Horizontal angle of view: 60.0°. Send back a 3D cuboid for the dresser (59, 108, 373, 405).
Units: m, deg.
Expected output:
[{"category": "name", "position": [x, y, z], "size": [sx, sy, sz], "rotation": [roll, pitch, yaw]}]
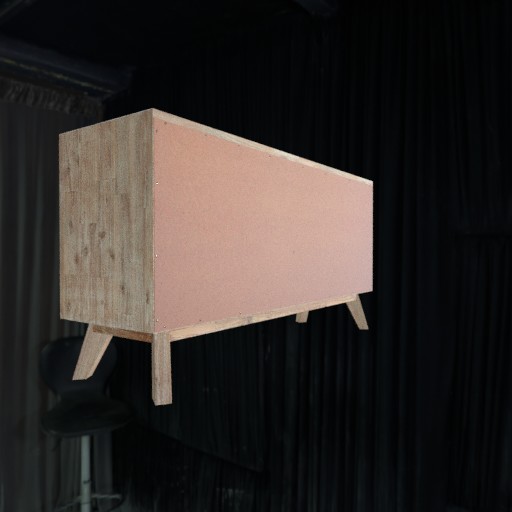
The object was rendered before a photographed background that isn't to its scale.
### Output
[{"category": "dresser", "position": [0.000, 0.000, 1.942], "size": [0.455, 0.805, 1.554], "rotation": [1, 1, 36]}]
